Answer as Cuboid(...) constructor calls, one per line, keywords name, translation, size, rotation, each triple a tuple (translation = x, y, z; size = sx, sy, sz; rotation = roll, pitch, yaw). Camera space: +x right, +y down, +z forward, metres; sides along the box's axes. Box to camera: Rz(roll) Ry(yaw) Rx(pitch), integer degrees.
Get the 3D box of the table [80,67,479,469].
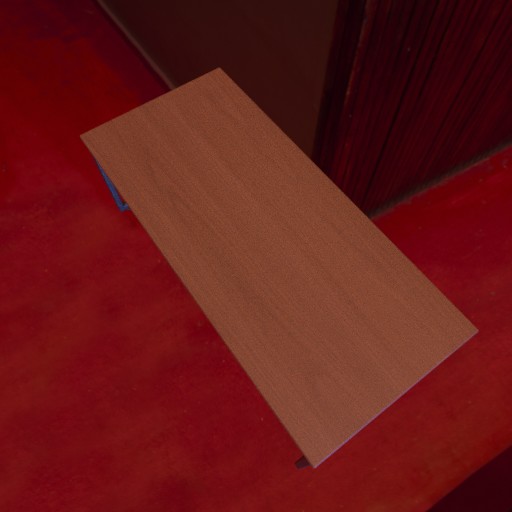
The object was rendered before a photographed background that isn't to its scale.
Cuboid(name="table", translation=(0.000, 0.000, 1.355), size=(0.500, 0.400, 1.100), rotation=(-33, 67, -16))
